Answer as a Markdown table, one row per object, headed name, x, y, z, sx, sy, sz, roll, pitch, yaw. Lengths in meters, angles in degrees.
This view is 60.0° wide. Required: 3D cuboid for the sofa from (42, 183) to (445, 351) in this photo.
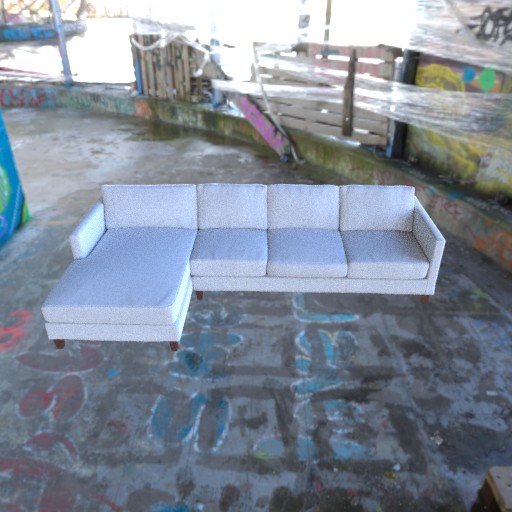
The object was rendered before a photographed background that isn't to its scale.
| name | x | y | z | sx | sy | sz | roll | pitch | yaw |
| --- | --- | --- | --- | --- | --- | --- | --- | --- | --- |
| sofa | 0.000 | 0.000 | 3.929 | 3.186 | 0.861 | 1.625 | 1 | 31 | 1 |
